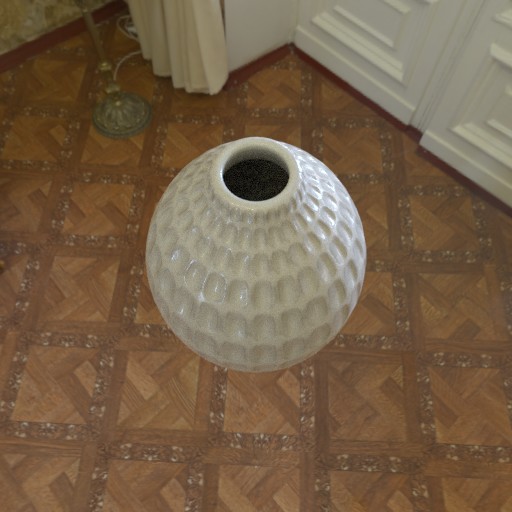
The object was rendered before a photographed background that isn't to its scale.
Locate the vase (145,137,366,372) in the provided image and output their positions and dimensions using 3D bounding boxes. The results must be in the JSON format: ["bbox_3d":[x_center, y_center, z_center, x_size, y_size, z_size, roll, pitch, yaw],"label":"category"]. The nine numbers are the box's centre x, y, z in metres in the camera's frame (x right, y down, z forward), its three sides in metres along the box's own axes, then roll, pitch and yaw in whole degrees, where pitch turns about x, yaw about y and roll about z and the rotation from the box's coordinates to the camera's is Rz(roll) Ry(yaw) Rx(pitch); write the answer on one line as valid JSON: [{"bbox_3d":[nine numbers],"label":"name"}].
[{"bbox_3d":[0.000,0.000,0.262,0.128,0.167,0.128,0,65,0],"label":"vase"}]
